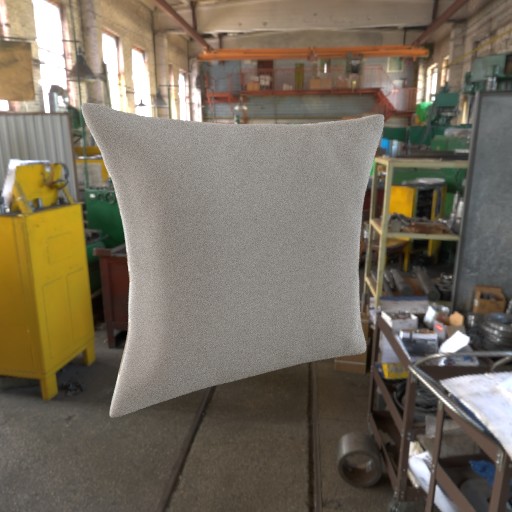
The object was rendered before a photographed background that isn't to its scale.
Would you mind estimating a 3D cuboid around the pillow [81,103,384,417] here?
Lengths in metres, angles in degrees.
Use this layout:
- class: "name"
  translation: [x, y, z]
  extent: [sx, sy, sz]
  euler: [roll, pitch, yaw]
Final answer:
- class: "pillow"
  translation: [0.000, 0.000, 0.806]
  extent: [0.552, 0.508, 0.166]
  euler: [-7, 16, -26]
